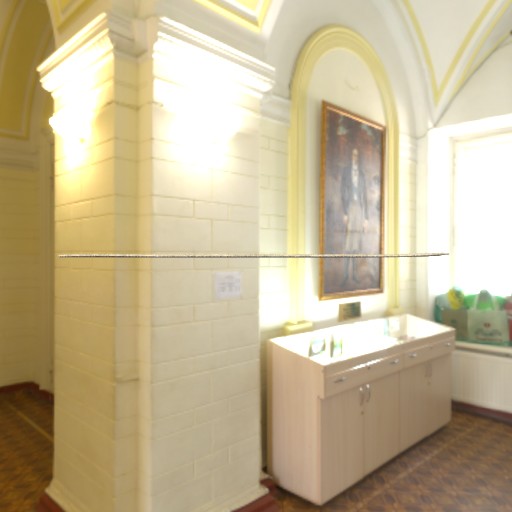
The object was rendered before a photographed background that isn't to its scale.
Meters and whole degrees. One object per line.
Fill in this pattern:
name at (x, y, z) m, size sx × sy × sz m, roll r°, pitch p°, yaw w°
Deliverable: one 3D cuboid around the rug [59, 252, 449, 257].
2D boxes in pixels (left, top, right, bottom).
rug at (0.000, 0.000, 2.953) m, size 1.527 × 0.021 × 2.447 m, roll 0°, pitch 0°, yaw 1°
